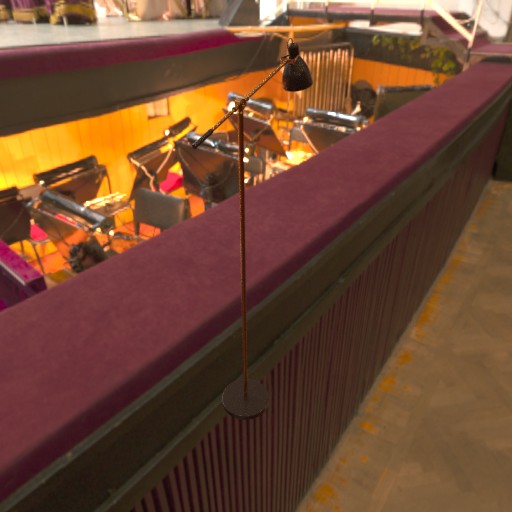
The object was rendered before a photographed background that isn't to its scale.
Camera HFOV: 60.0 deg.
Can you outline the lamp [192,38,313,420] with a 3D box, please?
[{"bbox_3d":[0.000,0.000,1.866,0.235,1.628,0.618,23,38,33],"label":"lamp"}]
